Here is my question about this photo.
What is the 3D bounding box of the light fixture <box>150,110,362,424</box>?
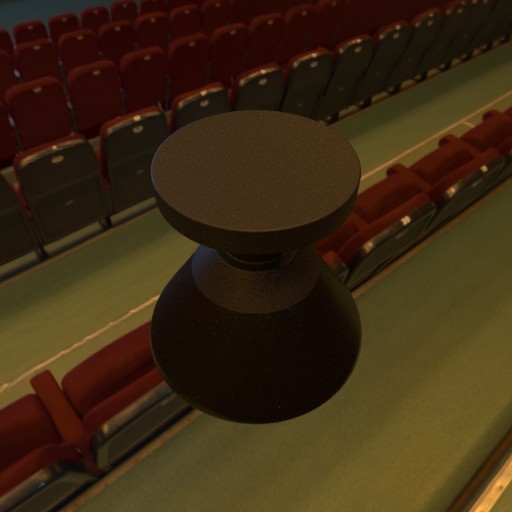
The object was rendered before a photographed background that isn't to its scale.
[{"bbox_3d":[0.000,0.000,0.361,0.200,0.183,0.200,0,46,0],"label":"light fixture"}]
